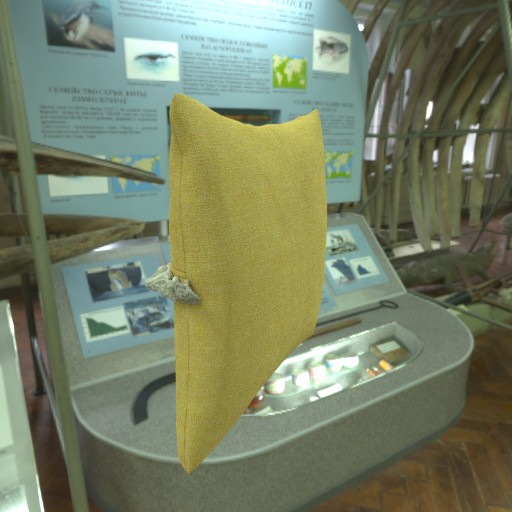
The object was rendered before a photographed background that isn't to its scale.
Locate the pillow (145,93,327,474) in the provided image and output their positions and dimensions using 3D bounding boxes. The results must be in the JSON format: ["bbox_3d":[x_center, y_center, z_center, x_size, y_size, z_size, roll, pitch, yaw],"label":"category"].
[{"bbox_3d":[0.000,0.000,0.738,0.167,0.481,0.485,8,18,26],"label":"pillow"}]
